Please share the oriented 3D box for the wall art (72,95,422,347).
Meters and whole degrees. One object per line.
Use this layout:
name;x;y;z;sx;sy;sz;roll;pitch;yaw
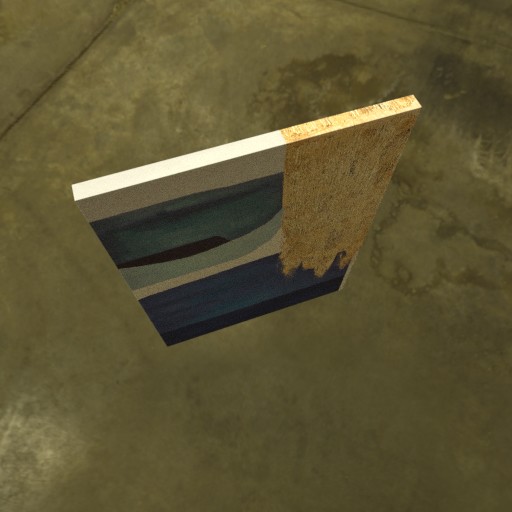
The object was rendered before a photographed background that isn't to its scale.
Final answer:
wall art;0.000;0.000;0.832;0.458;0.613;0.026;-17;64;-9
